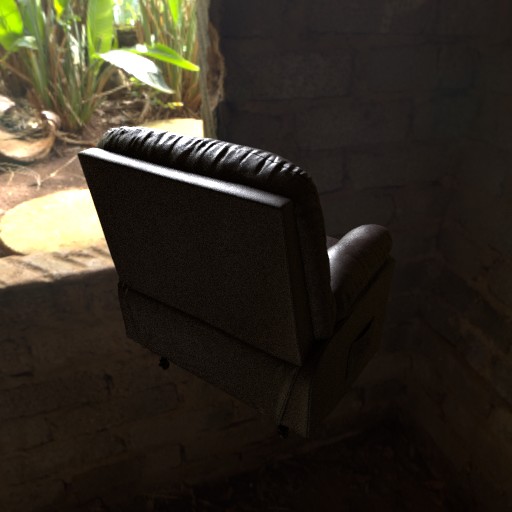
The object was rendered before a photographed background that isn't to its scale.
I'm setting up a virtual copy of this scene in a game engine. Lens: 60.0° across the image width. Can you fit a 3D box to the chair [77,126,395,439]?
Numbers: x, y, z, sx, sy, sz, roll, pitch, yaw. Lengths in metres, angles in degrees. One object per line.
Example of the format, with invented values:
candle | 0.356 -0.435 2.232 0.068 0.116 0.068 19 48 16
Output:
chair | 0.000 0.000 1.740 0.940 1.041 0.879 19 35 30
